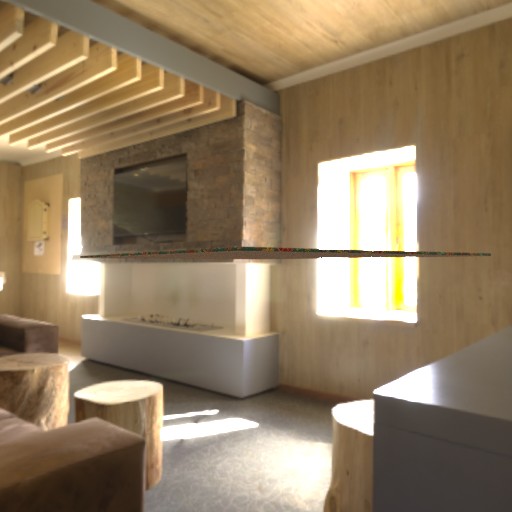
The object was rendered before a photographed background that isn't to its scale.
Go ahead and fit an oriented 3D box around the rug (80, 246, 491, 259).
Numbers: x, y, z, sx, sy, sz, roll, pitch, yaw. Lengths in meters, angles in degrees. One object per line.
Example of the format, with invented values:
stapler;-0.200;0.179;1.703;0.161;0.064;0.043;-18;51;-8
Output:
rug;0.000;0.000;4.209;2.434;0.025;3.204;1;-1;-35
